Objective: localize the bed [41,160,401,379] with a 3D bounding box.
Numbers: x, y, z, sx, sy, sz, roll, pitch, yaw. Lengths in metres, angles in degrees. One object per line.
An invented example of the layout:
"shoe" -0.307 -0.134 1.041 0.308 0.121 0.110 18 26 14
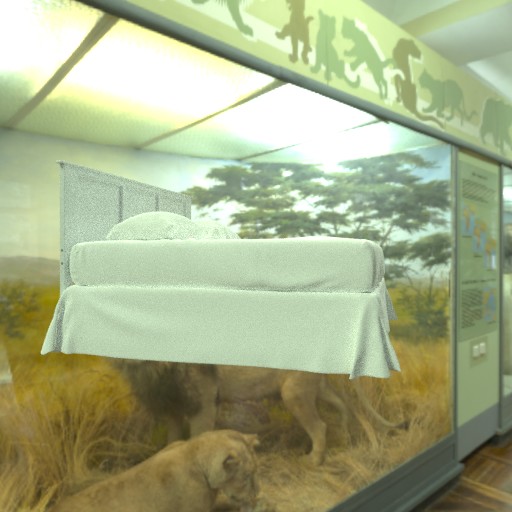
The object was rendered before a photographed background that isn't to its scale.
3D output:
"bed" 0.000 0.000 3.602 2.215 1.273 2.317 0 0 17
